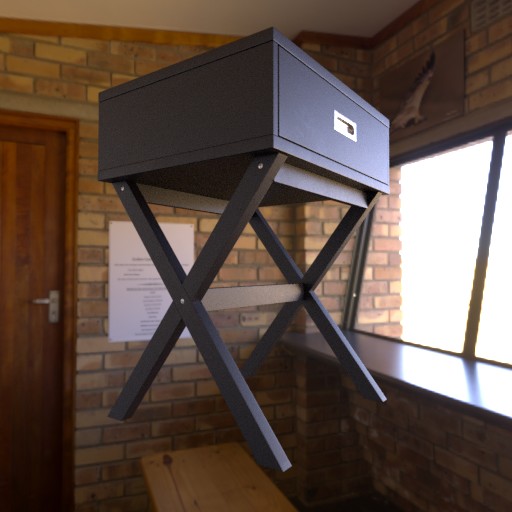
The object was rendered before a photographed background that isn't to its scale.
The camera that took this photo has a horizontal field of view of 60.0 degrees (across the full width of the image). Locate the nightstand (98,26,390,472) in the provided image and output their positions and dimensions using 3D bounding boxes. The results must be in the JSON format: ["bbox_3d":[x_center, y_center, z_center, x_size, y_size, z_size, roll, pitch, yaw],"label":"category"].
[{"bbox_3d":[0.000,0.000,0.919,0.402,0.623,0.479,-1,-2,36],"label":"nightstand"}]
